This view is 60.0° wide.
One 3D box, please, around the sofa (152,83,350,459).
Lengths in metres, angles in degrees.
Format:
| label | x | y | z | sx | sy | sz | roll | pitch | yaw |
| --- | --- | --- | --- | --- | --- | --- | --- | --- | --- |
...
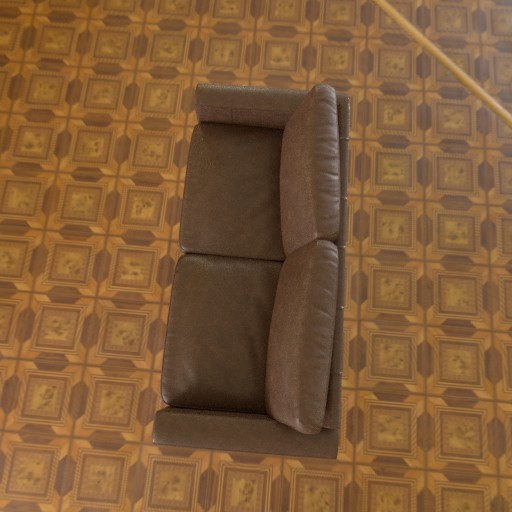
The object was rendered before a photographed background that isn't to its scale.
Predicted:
| label | x | y | z | sx | sy | sz | roll | pitch | yaw |
| --- | --- | --- | --- | --- | --- | --- | --- | --- | --- |
| sofa | 0.000 | 0.000 | 2.689 | 1.016 | 0.873 | 2.179 | 4 | 76 | 1 |
